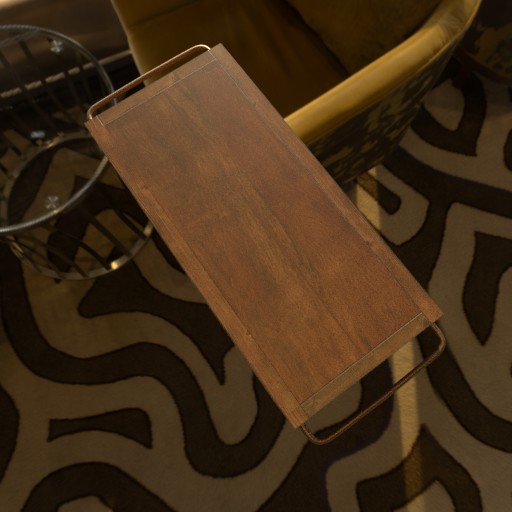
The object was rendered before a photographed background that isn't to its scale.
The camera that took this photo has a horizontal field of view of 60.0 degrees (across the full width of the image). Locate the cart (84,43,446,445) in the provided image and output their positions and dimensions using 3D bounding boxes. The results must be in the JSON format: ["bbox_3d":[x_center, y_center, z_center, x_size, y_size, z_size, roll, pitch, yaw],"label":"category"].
[{"bbox_3d":[0.000,0.000,1.484,0.445,0.830,1.065,-34,77,-9],"label":"cart"}]
